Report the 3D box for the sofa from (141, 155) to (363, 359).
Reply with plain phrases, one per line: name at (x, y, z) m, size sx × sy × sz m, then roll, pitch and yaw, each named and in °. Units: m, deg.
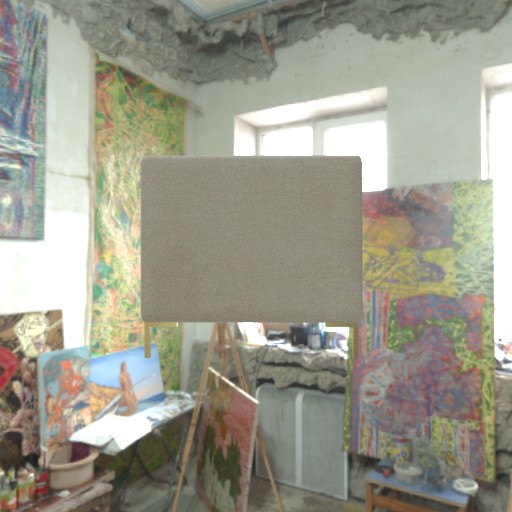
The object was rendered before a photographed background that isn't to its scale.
sofa at (0.000, 0.000, 2.333) m, size 0.686 × 0.635 × 1.981 m, roll 0°, pitch 0°, yaw 1°
